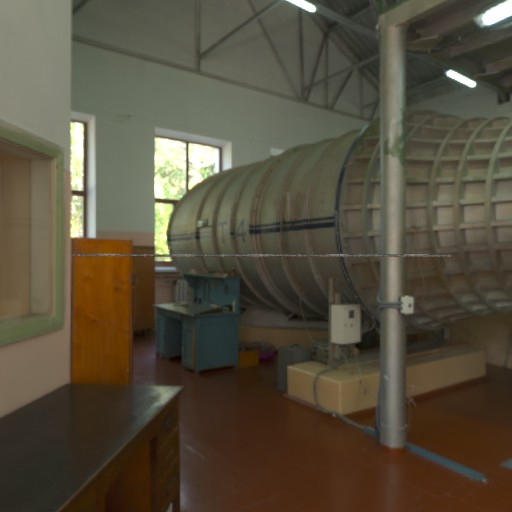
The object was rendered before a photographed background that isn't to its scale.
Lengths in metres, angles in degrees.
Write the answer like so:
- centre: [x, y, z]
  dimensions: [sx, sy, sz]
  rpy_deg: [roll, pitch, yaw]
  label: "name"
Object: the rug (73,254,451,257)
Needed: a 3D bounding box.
- centre: [0.000, 0.000, 2.974]
  dimensions: [1.520, 0.015, 2.434]
  rpy_deg: [0, 0, -1]
  label: "rug"
